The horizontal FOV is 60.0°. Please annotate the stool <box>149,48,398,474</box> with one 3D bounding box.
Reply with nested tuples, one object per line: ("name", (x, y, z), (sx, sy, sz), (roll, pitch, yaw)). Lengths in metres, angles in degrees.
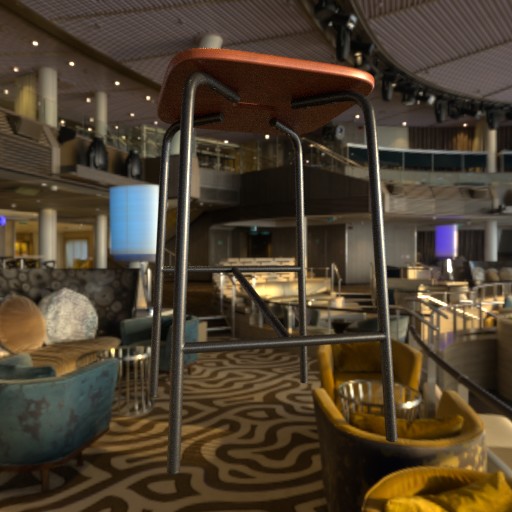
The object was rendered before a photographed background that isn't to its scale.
("stool", (0.000, 0.000, 0.851), (0.376, 0.610, 0.376), (0, 0, -18))
